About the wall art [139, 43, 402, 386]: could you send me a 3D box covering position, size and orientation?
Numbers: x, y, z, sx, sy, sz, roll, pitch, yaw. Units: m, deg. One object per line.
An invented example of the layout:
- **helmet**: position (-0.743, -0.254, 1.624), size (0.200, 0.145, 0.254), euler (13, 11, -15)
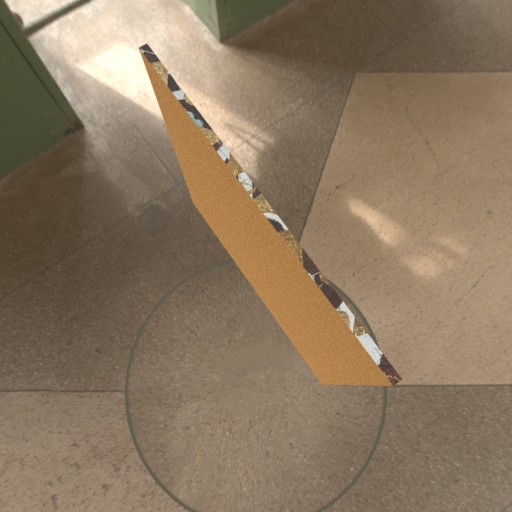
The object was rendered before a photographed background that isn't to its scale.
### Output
- **wall art**: position (0.000, 0.000, 0.602), size (0.010, 0.406, 0.404), euler (-34, 77, -9)
